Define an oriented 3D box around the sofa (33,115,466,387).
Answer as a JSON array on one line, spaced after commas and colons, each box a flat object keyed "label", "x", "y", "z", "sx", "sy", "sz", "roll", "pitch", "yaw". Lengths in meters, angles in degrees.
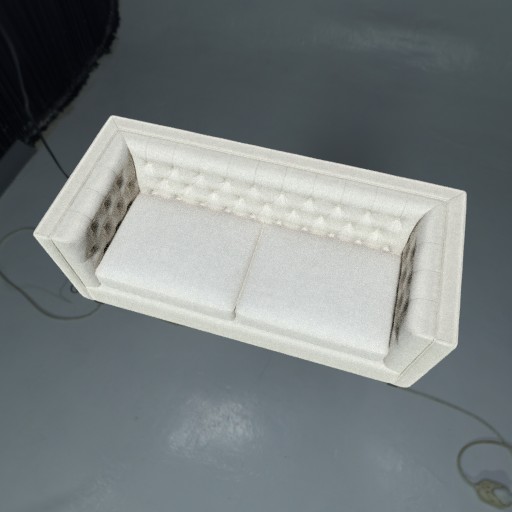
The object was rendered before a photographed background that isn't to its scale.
[{"label": "sofa", "x": 0.000, "y": 0.000, "z": 2.276, "sx": 1.778, "sy": 0.762, "sz": 0.775, "roll": 14, "pitch": 60, "yaw": 8}]
